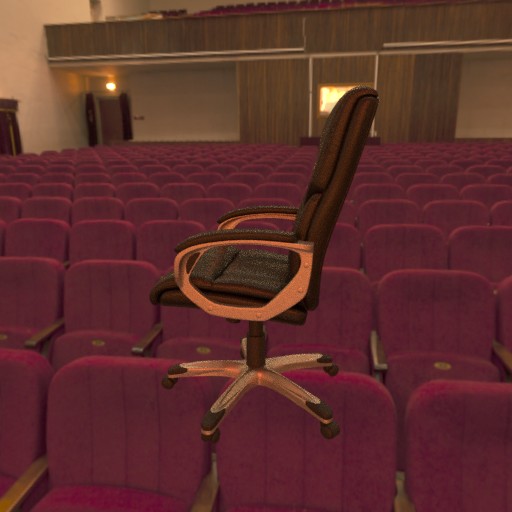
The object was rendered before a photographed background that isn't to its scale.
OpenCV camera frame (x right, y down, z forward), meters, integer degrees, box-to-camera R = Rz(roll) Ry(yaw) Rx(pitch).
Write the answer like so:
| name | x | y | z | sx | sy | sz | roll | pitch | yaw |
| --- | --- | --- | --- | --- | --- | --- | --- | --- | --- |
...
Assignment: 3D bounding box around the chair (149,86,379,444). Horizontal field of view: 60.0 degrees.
| name | x | y | z | sx | sy | sz | roll | pitch | yaw |
| --- | --- | --- | --- | --- | --- | --- | --- | --- | --- |
| chair | 0.000 | 0.000 | 1.638 | 0.780 | 1.145 | 0.700 | 2 | 14 | 9 |
